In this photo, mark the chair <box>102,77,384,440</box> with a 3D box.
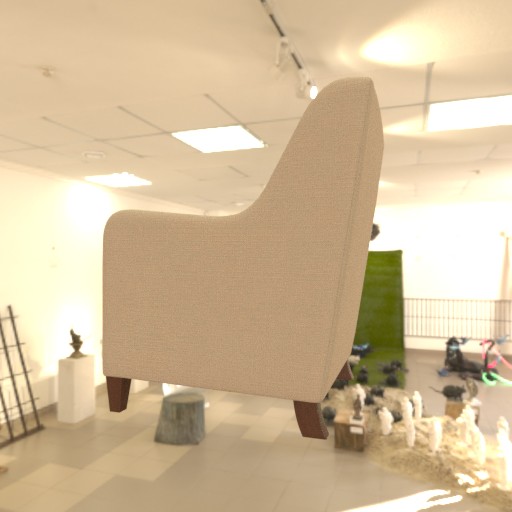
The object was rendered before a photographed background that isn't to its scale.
[{"bbox_3d":[0.000,0.000,1.642,0.896,1.017,0.715,0,-1,19],"label":"chair"}]
